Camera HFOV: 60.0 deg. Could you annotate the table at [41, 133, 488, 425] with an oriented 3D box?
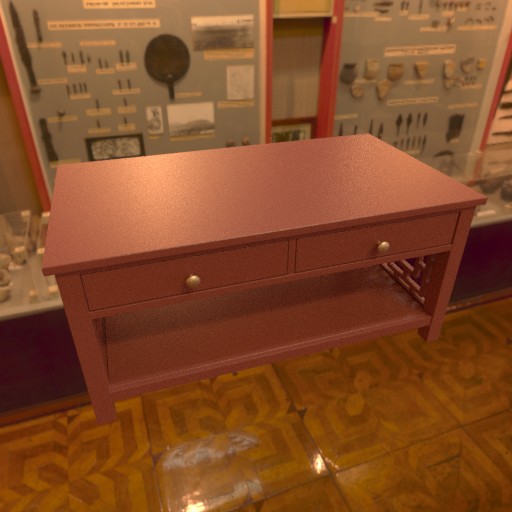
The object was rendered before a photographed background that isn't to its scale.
[{"bbox_3d":[0.000,0.000,1.367,1.068,0.493,0.612,-10,33,-15],"label":"table"}]
